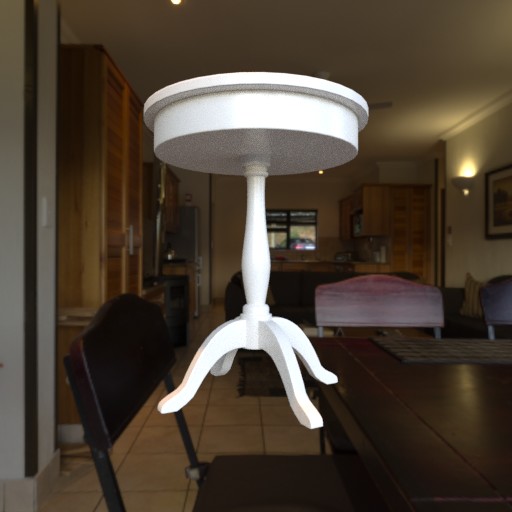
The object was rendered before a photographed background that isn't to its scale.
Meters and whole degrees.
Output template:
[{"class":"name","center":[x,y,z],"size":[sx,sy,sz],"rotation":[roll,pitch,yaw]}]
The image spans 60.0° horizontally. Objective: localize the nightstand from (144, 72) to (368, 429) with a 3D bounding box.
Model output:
[{"class":"nightstand","center":[0.000,0.000,1.042],"size":[0.513,0.653,0.513],"rotation":[0,0,-20]}]
